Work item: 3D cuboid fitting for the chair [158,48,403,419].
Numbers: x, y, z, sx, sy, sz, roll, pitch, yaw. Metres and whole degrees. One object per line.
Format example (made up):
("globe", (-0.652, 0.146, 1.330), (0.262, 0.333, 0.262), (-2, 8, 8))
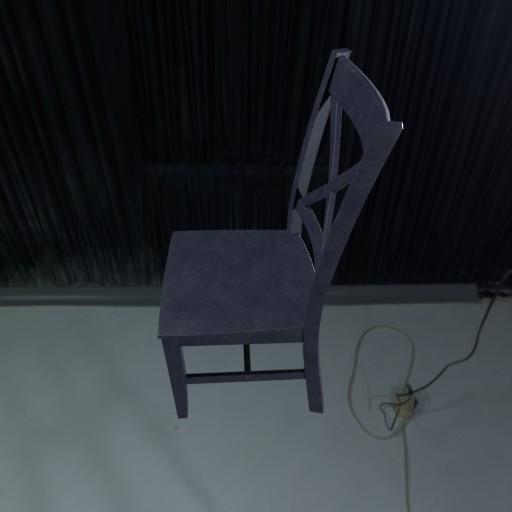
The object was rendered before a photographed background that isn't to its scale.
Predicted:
("chair", (0.000, 0.000, 1.275), (0.542, 0.983, 0.485), (-2, 41, -2))
